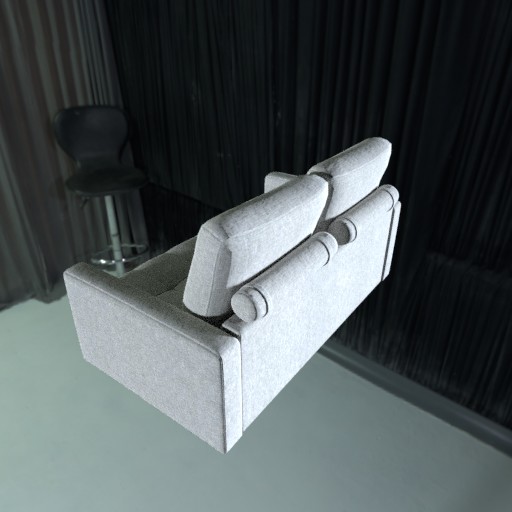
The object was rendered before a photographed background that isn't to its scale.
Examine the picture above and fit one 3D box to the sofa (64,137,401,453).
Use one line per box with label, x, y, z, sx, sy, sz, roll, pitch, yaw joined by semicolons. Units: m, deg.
sofa;0.000;0.000;1.989;0.842;0.907;1.407;20;35;31
